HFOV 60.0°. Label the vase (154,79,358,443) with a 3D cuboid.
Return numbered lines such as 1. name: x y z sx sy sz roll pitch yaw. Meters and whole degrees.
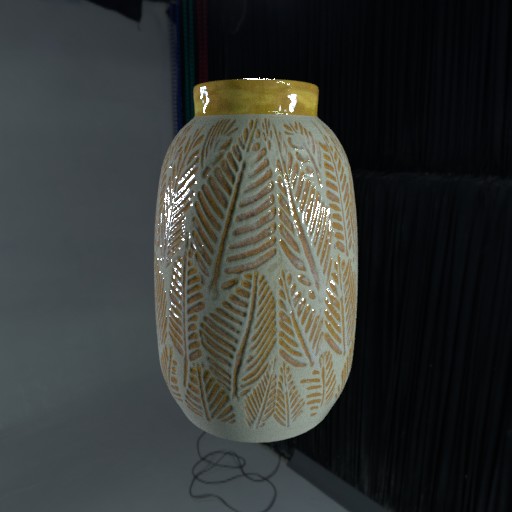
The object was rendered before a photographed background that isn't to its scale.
1. vase: 0.000 0.000 0.377 0.172 0.270 0.172 0 14 0
